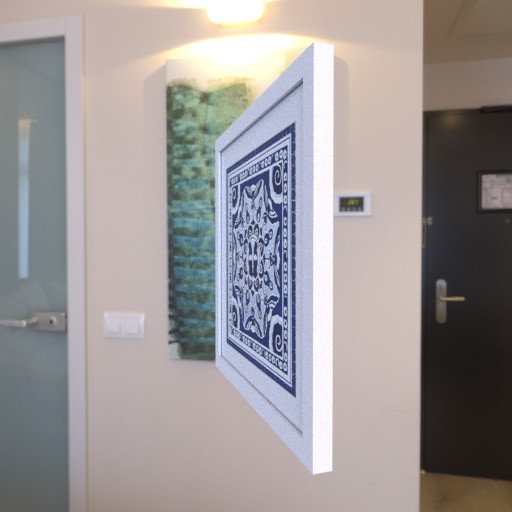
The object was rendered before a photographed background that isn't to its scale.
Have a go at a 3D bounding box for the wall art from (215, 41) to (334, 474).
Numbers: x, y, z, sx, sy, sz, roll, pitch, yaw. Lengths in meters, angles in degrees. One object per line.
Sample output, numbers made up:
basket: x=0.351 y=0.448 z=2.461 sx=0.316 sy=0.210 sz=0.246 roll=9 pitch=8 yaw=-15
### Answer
wall art: x=0.000 y=0.000 z=0.842 sx=0.028 sy=0.559 sz=0.559 roll=0 pitch=1 yaw=-18
